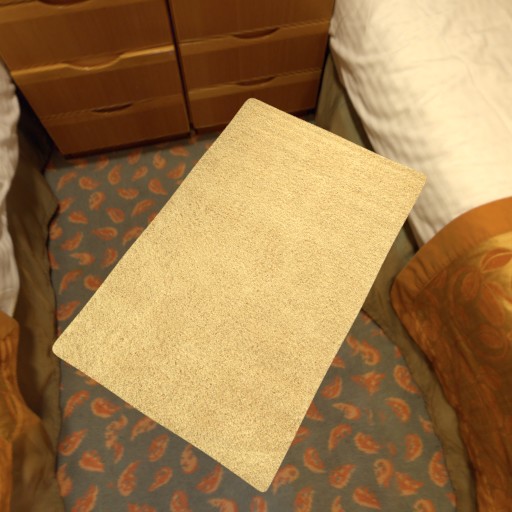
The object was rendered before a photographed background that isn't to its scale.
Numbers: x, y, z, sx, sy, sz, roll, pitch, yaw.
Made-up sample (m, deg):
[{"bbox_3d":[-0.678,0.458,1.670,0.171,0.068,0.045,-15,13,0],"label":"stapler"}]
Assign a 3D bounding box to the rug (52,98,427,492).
[{"bbox_3d":[0.000,0.000,2.932,1.500,0.025,2.349,28,68,12],"label":"rug"}]
